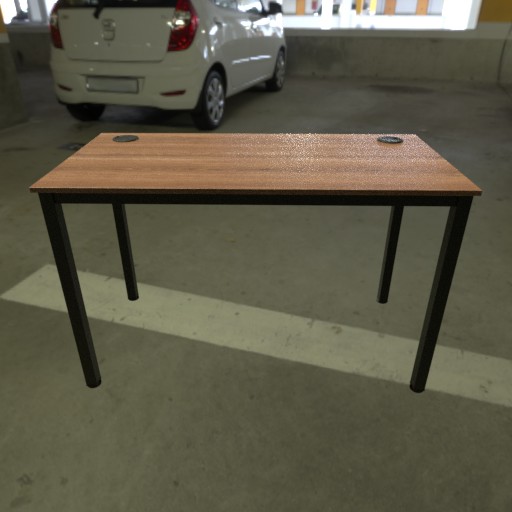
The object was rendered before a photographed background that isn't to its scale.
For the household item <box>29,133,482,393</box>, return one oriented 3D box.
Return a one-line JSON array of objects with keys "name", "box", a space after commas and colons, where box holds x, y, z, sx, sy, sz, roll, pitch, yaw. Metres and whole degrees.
[{"name": "household item", "box": [0.000, 0.000, 1.614, 1.200, 0.750, 0.600, 1, 29, 1]}]
